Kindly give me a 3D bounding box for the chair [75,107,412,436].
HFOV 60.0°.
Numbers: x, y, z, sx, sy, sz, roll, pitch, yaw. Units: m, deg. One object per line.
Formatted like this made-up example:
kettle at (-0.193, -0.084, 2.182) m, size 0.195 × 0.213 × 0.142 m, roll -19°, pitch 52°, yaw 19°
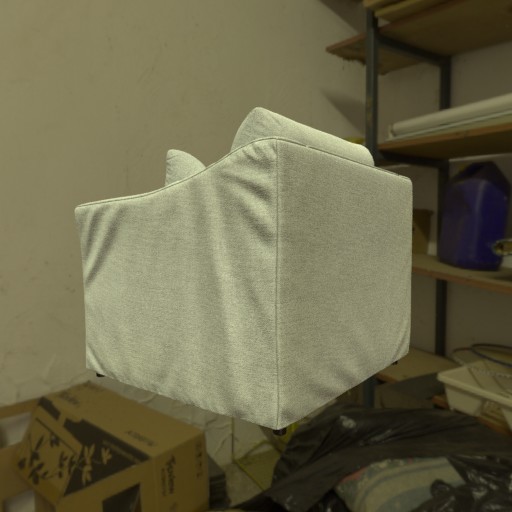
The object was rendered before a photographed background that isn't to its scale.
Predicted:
chair at (0.000, 0.000, 2.036) m, size 1.071 × 1.059 × 1.194 m, roll 2°, pitch 3°, yaw 37°
